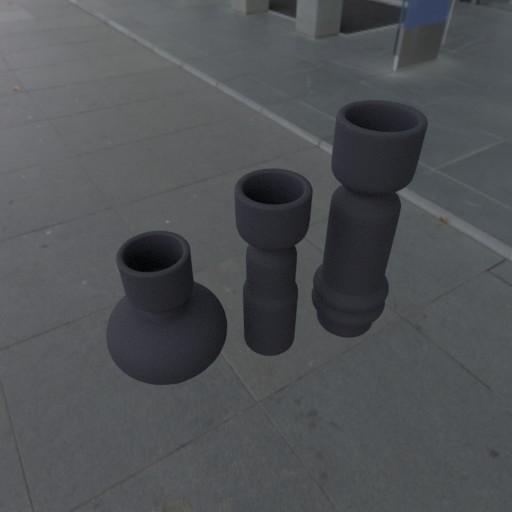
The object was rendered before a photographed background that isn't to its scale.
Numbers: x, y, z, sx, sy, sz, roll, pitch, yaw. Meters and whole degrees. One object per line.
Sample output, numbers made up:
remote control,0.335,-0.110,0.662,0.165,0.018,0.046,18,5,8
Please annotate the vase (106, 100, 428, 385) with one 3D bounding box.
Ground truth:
vase,0.000,0.000,0.425,0.307,0.249,0.120,-12,41,-14
